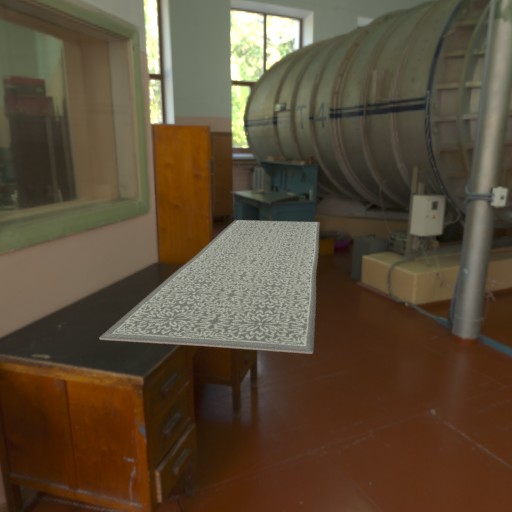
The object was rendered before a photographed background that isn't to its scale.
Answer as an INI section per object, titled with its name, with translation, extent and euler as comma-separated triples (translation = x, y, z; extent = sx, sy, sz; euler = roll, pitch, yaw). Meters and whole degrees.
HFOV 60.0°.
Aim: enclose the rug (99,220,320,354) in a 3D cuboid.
[rug]
translation = 0.000, 0.000, 2.379
extent = 0.662, 0.011, 2.196
euler = 2, 14, 8
